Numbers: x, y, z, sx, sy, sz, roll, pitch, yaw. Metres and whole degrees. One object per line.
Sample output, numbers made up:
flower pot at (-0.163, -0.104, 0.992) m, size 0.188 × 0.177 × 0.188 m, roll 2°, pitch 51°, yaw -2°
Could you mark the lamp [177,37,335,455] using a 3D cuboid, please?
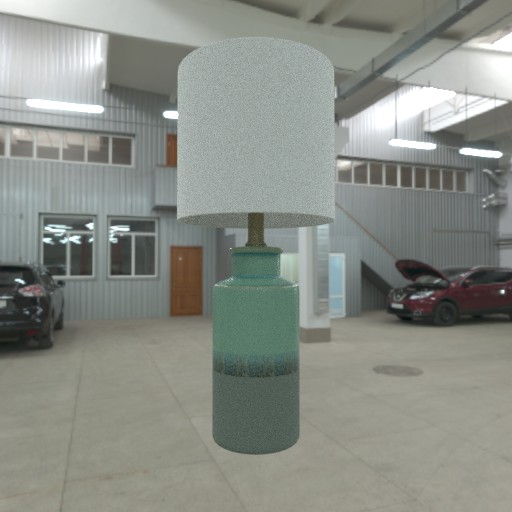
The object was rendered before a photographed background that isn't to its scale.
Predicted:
lamp at (0.000, 0.000, 0.603) m, size 0.212 × 0.493 × 0.212 m, roll -1°, pitch -2°, yaw 35°
